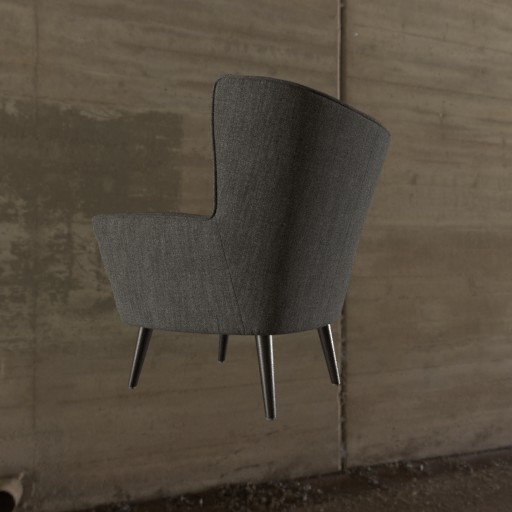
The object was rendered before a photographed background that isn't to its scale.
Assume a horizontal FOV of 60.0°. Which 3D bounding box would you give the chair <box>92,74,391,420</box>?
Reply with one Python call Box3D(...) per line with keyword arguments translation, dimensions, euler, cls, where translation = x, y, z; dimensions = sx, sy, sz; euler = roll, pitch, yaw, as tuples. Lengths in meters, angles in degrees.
Box3D(translation=(0.000, 0.000, 1.556), dimensions=(0.888, 0.933, 0.781), euler=(0, -1, 36), cls="chair")
